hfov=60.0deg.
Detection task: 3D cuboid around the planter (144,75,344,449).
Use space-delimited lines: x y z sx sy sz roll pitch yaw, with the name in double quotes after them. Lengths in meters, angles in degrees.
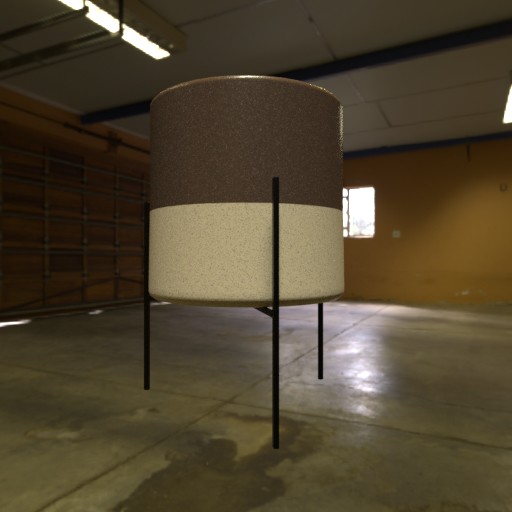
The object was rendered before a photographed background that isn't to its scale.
0.000 0.000 0.535 0.250 0.353 0.260 0 0 -19 "planter"
